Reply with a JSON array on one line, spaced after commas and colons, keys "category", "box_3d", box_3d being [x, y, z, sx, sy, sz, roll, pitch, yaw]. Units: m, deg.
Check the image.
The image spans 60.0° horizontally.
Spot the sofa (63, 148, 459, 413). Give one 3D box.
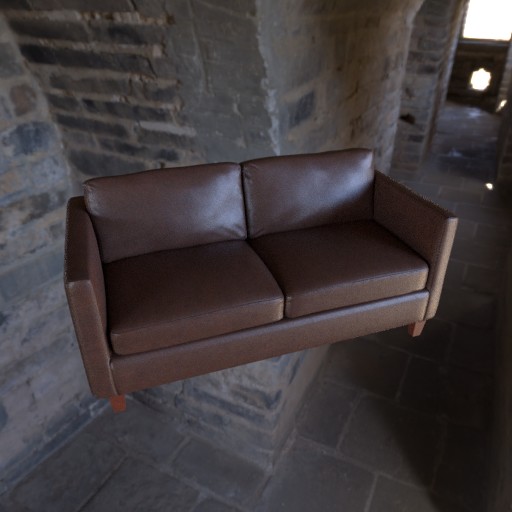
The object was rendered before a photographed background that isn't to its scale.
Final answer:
[{"category": "sofa", "box_3d": [0.000, 0.000, 2.462, 1.883, 0.933, 0.951, -10, 31, -17]}]
